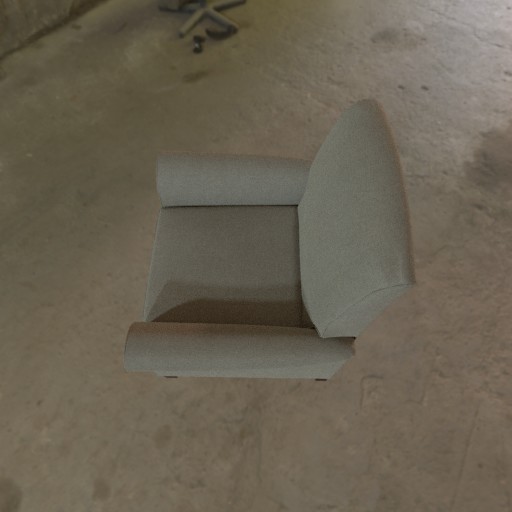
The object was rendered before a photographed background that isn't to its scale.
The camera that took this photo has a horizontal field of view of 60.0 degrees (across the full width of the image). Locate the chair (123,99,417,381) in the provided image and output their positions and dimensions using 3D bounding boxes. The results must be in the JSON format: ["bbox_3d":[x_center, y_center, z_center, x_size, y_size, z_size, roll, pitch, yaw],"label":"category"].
[{"bbox_3d":[0.000,0.000,1.787,0.905,1.061,0.978,1,59,0],"label":"chair"}]
